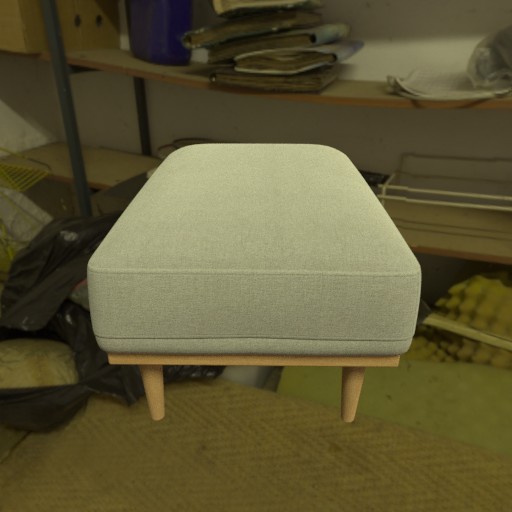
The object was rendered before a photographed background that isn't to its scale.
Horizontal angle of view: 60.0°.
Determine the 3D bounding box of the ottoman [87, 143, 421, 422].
[{"bbox_3d":[0.000,0.000,1.074,0.549,0.428,0.749,0,27,1],"label":"ottoman"}]
